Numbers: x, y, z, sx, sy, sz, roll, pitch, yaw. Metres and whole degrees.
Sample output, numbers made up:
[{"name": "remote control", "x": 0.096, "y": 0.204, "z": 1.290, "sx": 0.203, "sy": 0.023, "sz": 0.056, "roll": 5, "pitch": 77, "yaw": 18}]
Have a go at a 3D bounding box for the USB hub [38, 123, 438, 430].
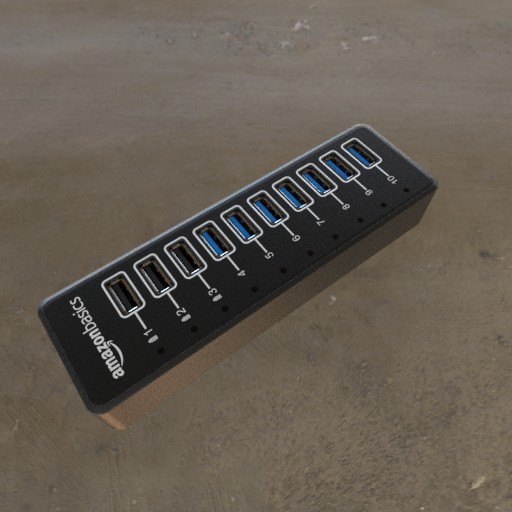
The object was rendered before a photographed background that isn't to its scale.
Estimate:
[{"name": "USB hub", "x": 0.000, "y": 0.000, "z": 0.164, "sx": 0.145, "sy": 0.023, "sz": 0.044, "roll": -32, "pitch": 63, "yaw": -18}]
